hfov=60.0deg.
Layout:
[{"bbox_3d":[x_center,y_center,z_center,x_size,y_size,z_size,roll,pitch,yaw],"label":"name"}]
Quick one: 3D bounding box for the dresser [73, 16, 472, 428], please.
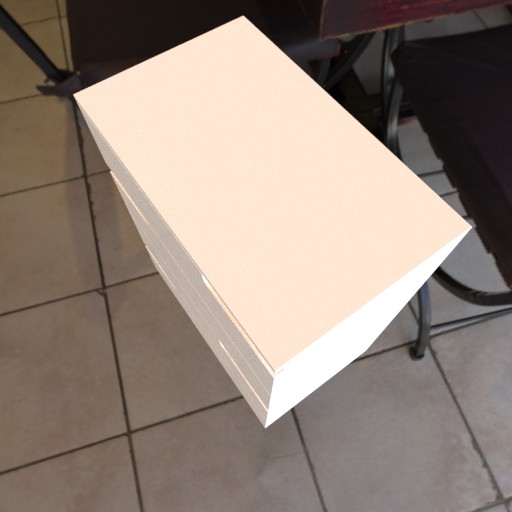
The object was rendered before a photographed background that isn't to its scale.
[{"bbox_3d":[0.000,0.000,1.144,0.400,0.800,0.650,-33,68,-15],"label":"dresser"}]
